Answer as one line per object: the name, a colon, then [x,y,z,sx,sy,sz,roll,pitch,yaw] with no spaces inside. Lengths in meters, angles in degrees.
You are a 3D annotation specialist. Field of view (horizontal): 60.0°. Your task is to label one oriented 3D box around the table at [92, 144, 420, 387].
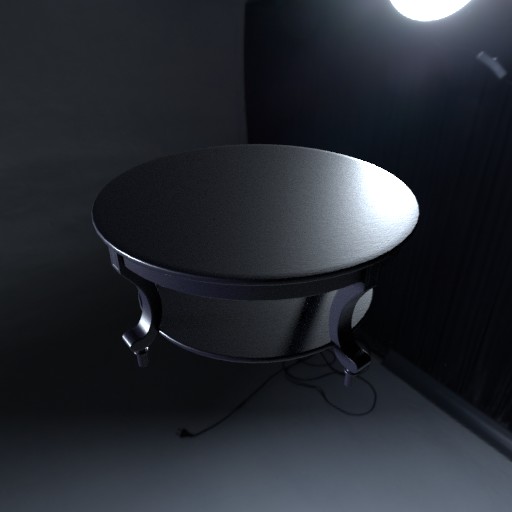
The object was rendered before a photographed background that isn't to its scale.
table: [0.000,0.000,1.575,1.029,0.491,1.029,0,31,0]
